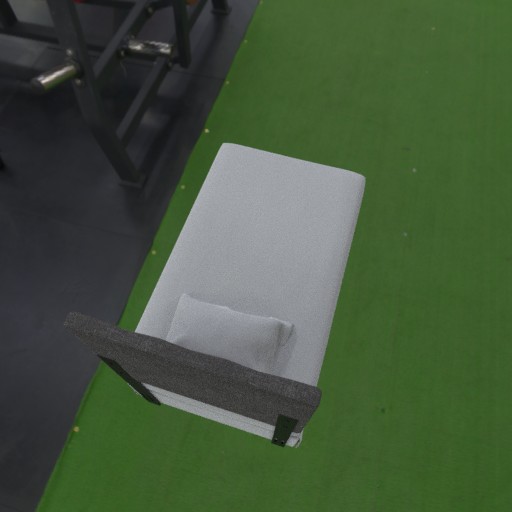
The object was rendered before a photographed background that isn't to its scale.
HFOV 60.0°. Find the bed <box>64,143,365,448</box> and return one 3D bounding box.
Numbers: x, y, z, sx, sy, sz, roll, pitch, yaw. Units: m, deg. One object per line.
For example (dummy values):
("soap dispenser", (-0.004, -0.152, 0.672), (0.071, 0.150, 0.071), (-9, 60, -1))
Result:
("bed", (0.000, 0.000, 2.948), (1.261, 1.571, 1.997), (15, 62, 8))
